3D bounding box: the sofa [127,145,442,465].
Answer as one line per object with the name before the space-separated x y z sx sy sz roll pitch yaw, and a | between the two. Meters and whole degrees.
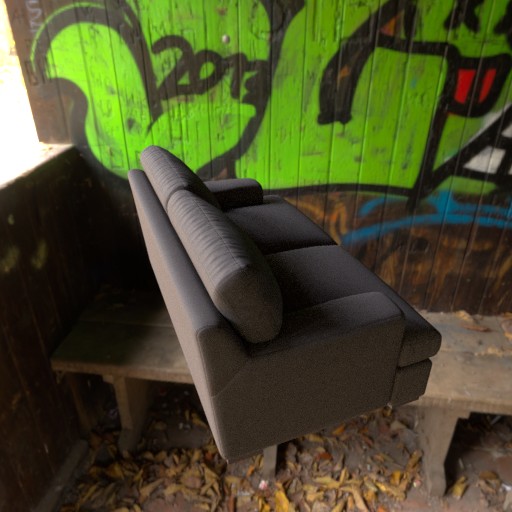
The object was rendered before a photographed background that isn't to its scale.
sofa | 0.000 0.000 2.534 1.143 0.940 1.880 -11 31 -18
